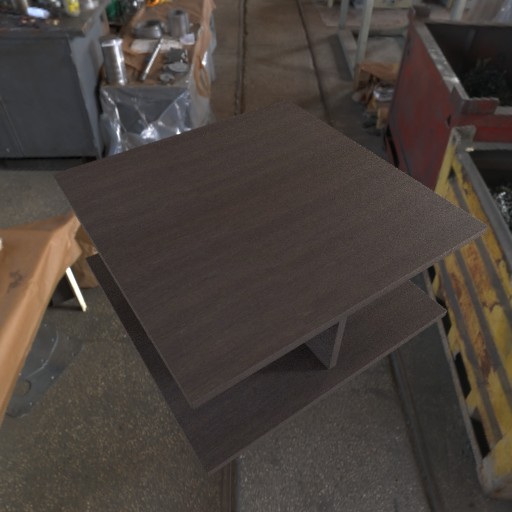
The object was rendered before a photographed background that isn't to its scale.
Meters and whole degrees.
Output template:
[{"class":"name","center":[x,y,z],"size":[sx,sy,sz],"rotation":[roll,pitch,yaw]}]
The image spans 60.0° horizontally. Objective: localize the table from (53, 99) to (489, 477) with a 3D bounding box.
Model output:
[{"class":"table","center":[0.000,0.000,1.217],"size":[0.762,0.396,0.762],"rotation":[-26,50,-23]}]
